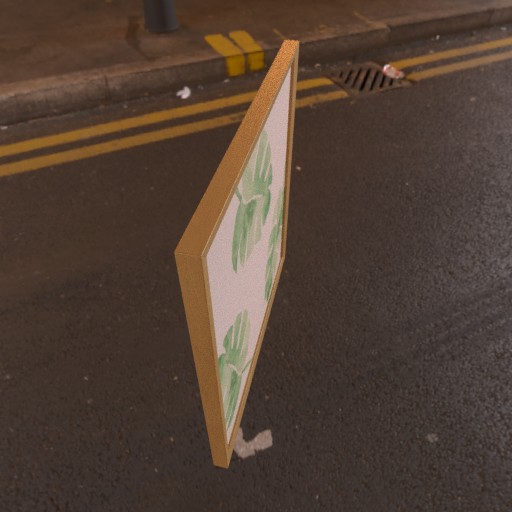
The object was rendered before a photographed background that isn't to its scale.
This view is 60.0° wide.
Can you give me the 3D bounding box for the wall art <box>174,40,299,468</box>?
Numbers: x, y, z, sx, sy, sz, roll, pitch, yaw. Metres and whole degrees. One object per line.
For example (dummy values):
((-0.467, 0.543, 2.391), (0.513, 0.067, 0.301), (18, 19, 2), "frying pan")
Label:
((0.000, 0.000, 1.105), (0.037, 0.763, 0.763), (10, 46, 9), "wall art")
